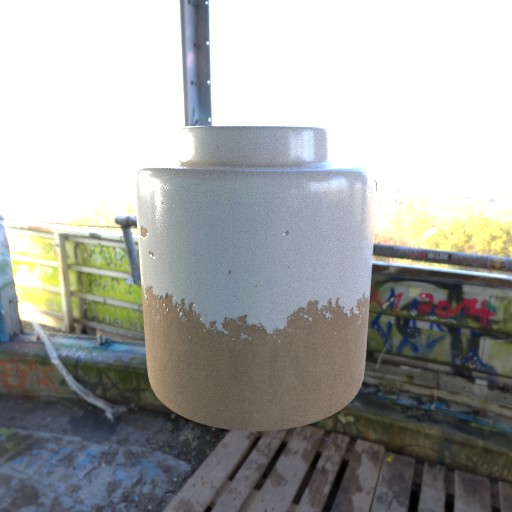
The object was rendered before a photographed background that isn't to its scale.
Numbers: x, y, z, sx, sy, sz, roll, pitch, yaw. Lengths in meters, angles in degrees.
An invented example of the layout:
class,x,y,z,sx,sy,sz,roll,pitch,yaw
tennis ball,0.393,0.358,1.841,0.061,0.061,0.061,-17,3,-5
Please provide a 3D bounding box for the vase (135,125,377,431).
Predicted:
class,x,y,z,sx,sy,sz,roll,pitch,yaw
vase,0.000,0.000,0.301,0.153,0.167,0.153,0,15,0
